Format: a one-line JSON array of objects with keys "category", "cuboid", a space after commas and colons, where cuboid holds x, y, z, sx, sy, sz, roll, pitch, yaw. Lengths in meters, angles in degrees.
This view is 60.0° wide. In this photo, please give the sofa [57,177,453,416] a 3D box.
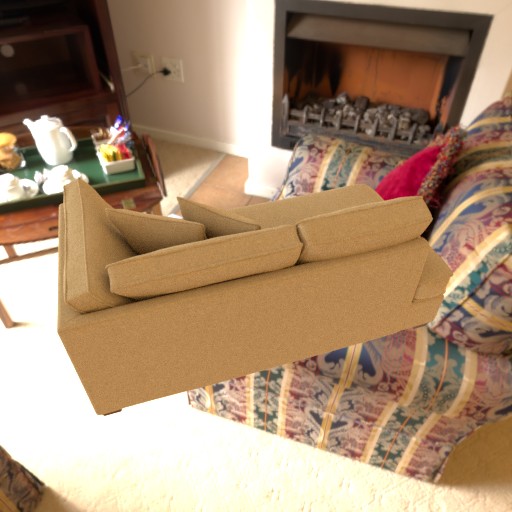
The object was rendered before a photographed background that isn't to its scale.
[{"category": "sofa", "cuboid": [0.000, 0.000, 2.827, 2.237, 1.033, 1.110, -12, 43, -13]}]
